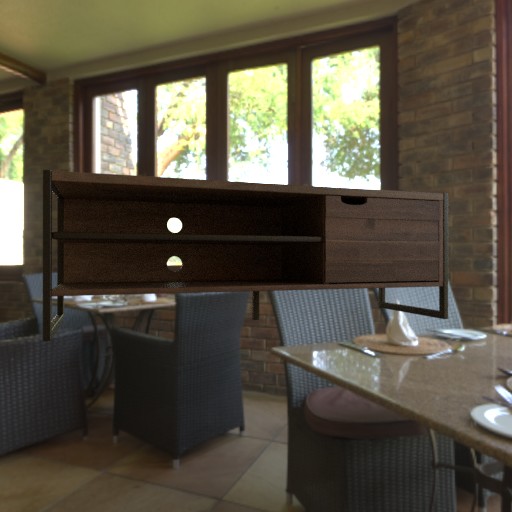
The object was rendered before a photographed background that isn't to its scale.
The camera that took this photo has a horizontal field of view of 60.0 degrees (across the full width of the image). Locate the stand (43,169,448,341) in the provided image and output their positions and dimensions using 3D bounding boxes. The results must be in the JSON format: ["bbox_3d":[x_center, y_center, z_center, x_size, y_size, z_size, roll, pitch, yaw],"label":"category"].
[{"bbox_3d":[0.000,0.000,1.757,1.480,0.506,0.454,0,0,-19],"label":"stand"}]
